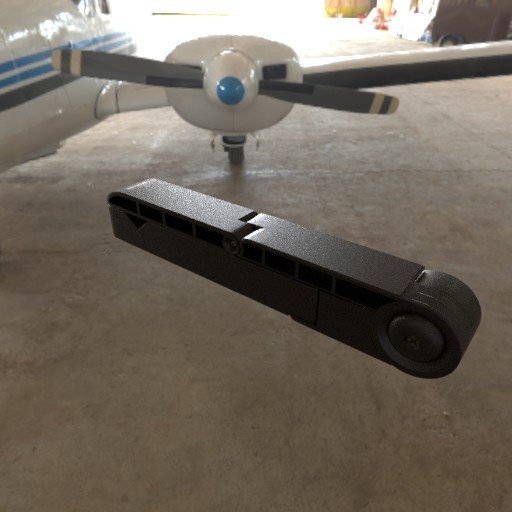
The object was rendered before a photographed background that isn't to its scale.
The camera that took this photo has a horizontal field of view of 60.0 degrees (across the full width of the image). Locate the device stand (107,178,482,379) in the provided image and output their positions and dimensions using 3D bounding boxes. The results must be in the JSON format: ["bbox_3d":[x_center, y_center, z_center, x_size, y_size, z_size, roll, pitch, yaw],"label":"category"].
[{"bbox_3d":[0.000,0.000,0.193,0.179,0.030,0.026,21,37,32],"label":"device stand"}]
